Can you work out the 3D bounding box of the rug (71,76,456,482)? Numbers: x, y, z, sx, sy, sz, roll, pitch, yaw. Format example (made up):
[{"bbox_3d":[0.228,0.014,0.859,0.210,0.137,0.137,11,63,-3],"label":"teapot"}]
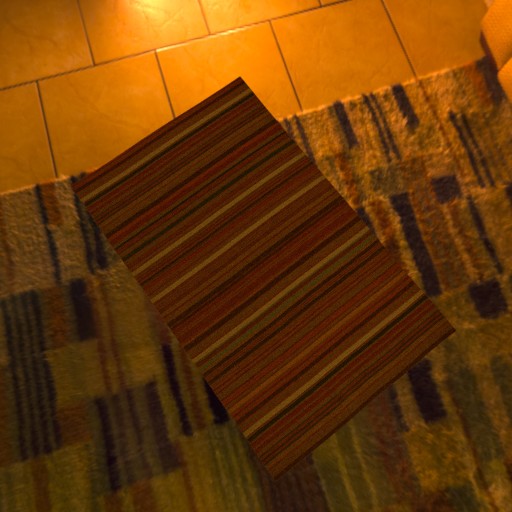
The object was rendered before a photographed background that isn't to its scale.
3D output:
[{"bbox_3d":[0.000,0.000,3.071,1.523,0.008,2.438,-36,79,-8],"label":"rug"}]
